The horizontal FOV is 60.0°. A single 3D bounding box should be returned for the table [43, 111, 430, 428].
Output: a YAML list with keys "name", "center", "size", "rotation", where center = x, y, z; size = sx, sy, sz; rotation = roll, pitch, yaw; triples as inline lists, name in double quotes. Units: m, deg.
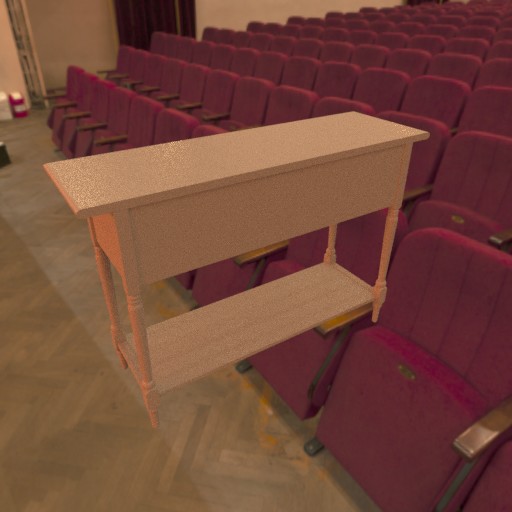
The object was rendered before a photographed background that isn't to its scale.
- name: "table"
  center: [0.000, 0.000, 1.606]
  size: [1.197, 0.808, 0.384]
  rotation: [-18, 35, -28]
